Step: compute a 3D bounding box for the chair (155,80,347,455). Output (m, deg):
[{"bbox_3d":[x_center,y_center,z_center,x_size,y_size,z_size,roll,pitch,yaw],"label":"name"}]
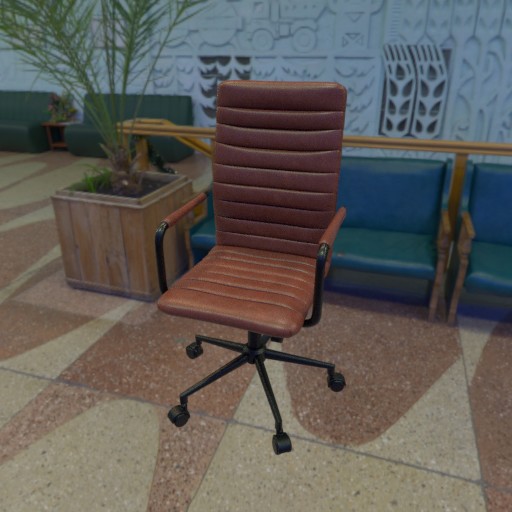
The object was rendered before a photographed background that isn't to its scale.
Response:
[{"bbox_3d":[0.000,0.000,1.358,0.608,0.979,0.580,9,26,18],"label":"chair"}]
